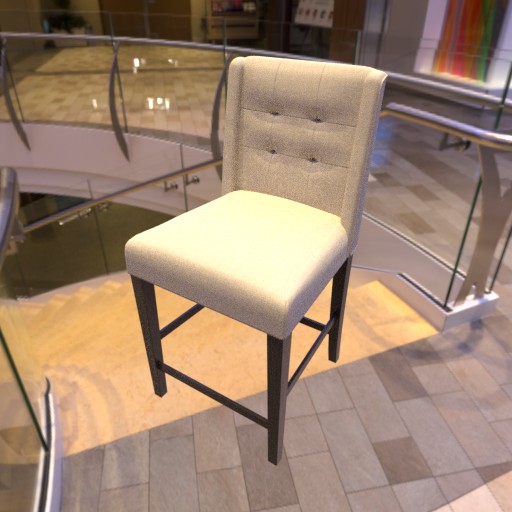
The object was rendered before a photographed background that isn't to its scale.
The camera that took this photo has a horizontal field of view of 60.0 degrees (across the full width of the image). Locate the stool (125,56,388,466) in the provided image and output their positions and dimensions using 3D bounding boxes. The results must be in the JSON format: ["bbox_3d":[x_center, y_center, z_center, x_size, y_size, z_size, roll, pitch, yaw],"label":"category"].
[{"bbox_3d":[0.000,0.000,1.223,0.474,0.939,0.509,19,37,28],"label":"stool"}]
